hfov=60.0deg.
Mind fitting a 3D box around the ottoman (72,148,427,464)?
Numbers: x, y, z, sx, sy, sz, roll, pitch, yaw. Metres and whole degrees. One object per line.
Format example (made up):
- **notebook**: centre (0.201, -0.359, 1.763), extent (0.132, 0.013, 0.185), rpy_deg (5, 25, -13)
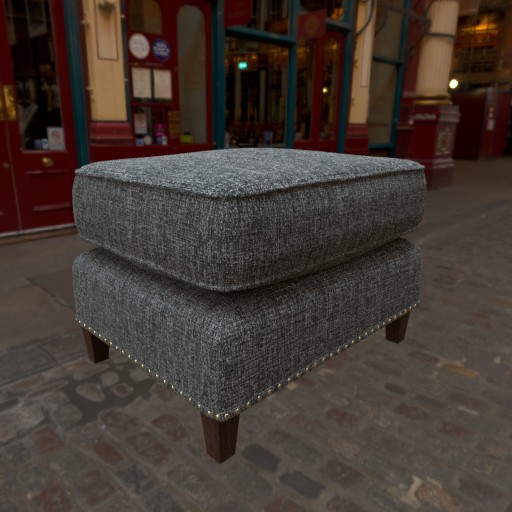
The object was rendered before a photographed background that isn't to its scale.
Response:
- **ottoman**: centre (0.000, 0.000, 1.133), extent (0.738, 0.537, 0.589), rpy_deg (-16, 23, -42)
